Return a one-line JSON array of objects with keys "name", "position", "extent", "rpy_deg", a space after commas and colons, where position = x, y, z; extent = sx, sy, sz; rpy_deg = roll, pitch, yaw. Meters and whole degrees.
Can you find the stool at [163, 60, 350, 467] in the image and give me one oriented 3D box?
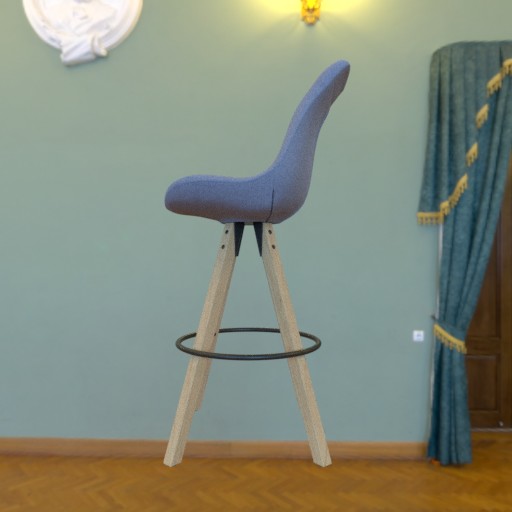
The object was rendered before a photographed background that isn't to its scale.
[{"name": "stool", "position": [0.000, 0.000, 1.393], "extent": [0.550, 1.115, 0.485], "rpy_deg": [0, 0, 0]}]
